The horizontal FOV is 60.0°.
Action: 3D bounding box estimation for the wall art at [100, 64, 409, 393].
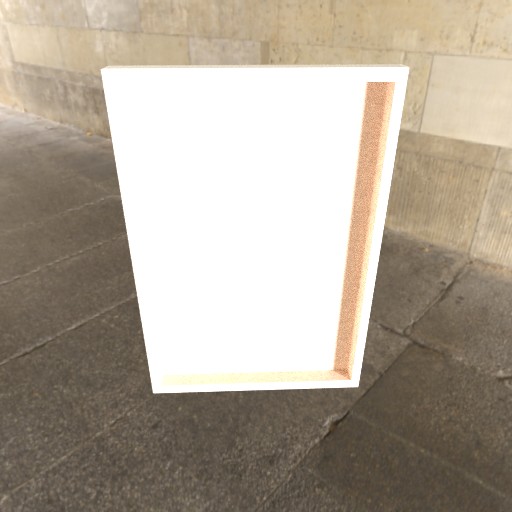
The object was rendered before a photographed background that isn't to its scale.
[{"bbox_3d":[0.000,0.000,0.768,0.418,0.608,0.038,-1,30,-2],"label":"wall art"}]
